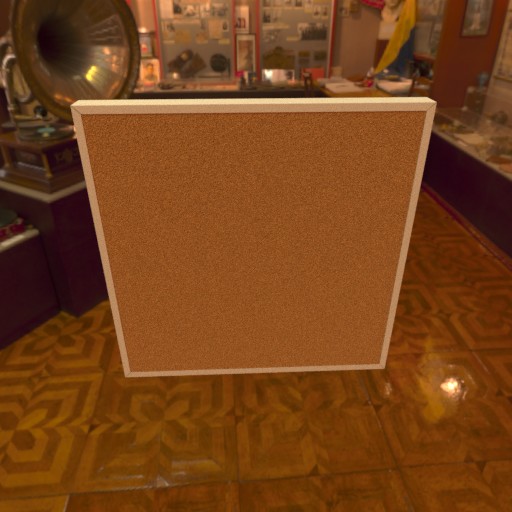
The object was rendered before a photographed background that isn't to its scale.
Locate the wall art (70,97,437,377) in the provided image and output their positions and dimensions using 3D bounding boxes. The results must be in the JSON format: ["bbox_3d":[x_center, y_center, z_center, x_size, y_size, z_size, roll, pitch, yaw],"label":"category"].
[{"bbox_3d":[0.000,0.000,0.756,0.508,0.508,0.037,-1,30,-2],"label":"wall art"}]
